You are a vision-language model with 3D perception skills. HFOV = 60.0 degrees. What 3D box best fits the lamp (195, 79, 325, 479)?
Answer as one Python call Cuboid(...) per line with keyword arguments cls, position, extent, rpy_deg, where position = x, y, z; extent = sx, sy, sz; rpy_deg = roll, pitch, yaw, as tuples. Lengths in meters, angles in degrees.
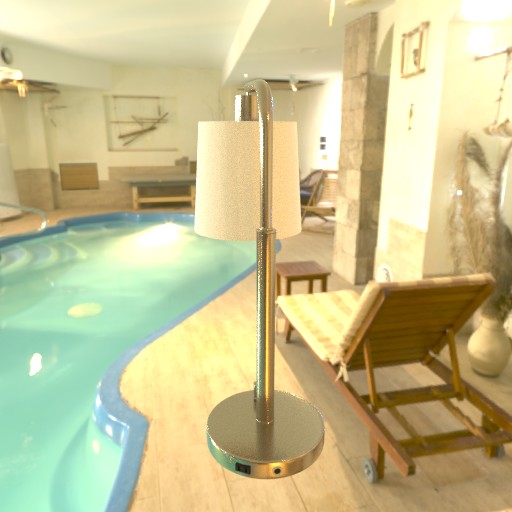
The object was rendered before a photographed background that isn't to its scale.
Cuboid(cls="lamp", position=(0.000, 0.000, 0.645), extent=(0.171, 0.489, 0.333), rpy_deg=(-2, 15, -9))
